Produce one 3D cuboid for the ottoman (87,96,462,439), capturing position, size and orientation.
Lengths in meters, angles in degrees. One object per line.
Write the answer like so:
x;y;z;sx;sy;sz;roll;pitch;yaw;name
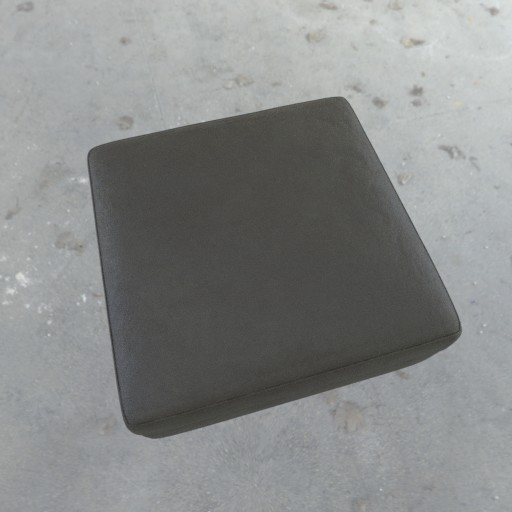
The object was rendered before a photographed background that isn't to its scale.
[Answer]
0.000;0.000;1.310;0.836;0.415;0.844;-14;64;-7;ottoman
